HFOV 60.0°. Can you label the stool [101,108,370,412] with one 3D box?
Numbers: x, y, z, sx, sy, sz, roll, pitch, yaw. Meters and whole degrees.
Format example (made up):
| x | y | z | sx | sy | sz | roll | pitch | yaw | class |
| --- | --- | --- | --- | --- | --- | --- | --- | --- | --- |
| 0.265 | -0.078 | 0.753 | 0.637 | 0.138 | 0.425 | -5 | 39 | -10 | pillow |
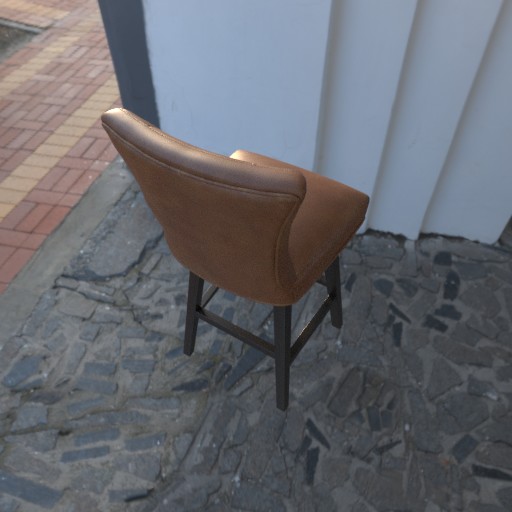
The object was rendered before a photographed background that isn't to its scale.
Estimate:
| x | y | z | sx | sy | sz | roll | pitch | yaw | class |
| --- | --- | --- | --- | --- | --- | --- | --- | --- | --- |
| 0.000 | 0.000 | 1.422 | 0.522 | 1.094 | 0.585 | 24 | 52 | 21 | stool |
